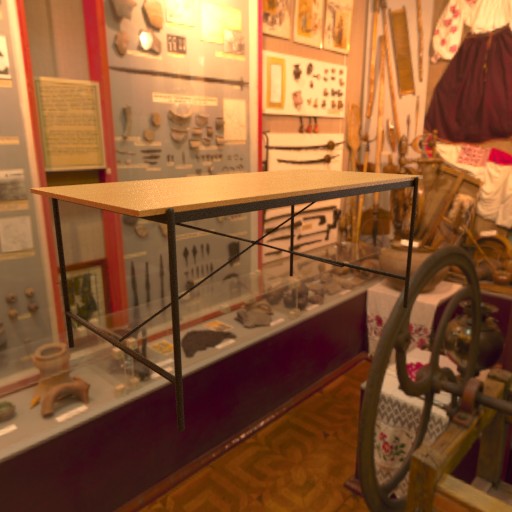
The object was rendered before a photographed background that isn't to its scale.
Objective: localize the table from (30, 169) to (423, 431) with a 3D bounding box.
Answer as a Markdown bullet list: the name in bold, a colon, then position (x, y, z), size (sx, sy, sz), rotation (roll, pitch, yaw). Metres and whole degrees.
- **table**: position (0.000, 0.000, 2.261), size (0.900, 0.758, 1.800), rotation (14, 20, 43)
